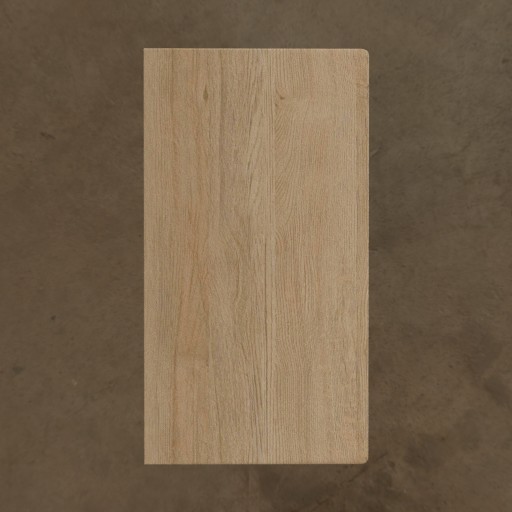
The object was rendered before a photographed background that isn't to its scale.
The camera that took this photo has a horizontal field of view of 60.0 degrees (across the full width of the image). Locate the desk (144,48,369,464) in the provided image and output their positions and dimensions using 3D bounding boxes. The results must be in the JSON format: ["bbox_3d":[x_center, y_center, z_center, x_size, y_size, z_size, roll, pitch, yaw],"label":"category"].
[{"bbox_3d":[0.000,0.000,1.328,0.480,0.770,0.885,0,90,0],"label":"desk"}]
